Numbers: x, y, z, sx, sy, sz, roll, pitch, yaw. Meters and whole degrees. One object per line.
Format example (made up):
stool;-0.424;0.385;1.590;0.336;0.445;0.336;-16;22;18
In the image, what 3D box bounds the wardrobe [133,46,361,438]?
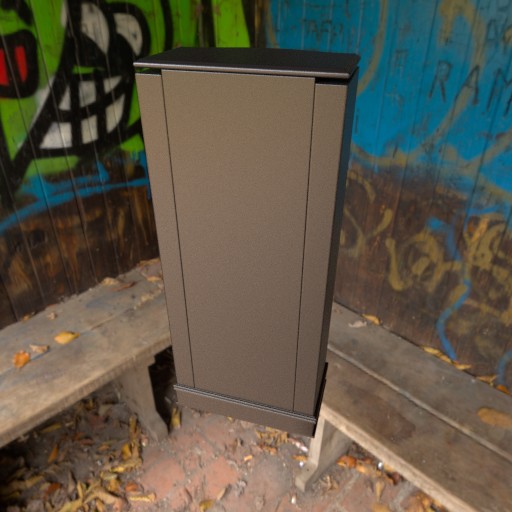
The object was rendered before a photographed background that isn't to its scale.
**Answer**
wardrobe;0.000;0.000;1.208;0.444;1.011;0.295;9;33;14
